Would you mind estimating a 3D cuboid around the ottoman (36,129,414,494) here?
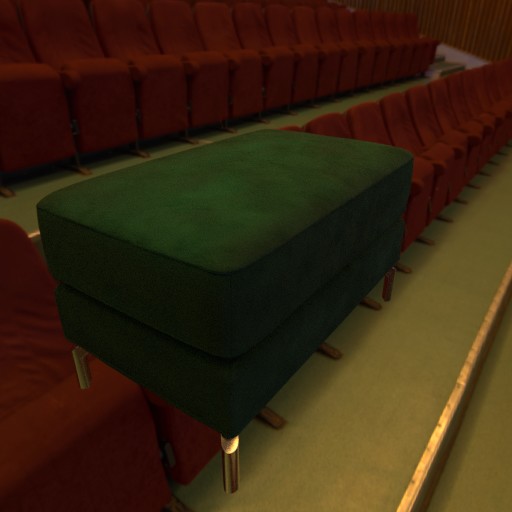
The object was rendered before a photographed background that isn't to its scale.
[{"bbox_3d":[0.000,0.000,1.190,0.536,0.533,0.886,18,32,31],"label":"ottoman"}]
